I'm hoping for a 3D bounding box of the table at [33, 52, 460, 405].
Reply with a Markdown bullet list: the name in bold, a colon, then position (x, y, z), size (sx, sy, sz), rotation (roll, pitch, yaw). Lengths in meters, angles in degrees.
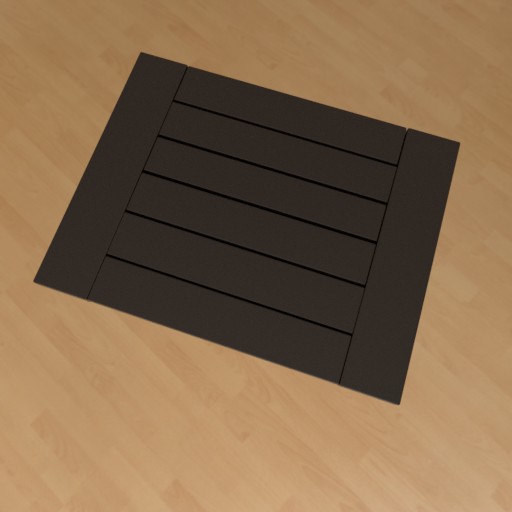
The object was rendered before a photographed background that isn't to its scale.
- **table**: position (0.000, 0.000, 1.031), size (0.602, 0.604, 0.460), rotation (18, 76, 5)
